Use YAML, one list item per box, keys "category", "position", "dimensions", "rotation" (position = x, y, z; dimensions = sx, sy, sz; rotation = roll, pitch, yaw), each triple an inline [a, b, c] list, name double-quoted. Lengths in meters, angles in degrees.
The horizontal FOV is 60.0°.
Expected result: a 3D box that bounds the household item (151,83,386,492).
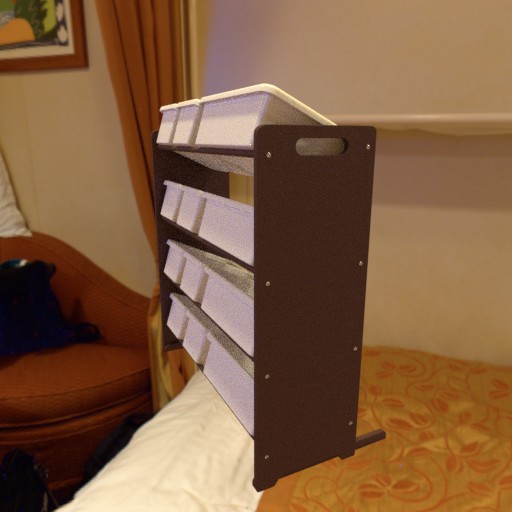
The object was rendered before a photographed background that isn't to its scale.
- category: "household item"
  position: [0.000, 0.000, 1.300]
  dimensions: [0.389, 0.864, 0.787]
  rotation: [-7, 17, -26]
